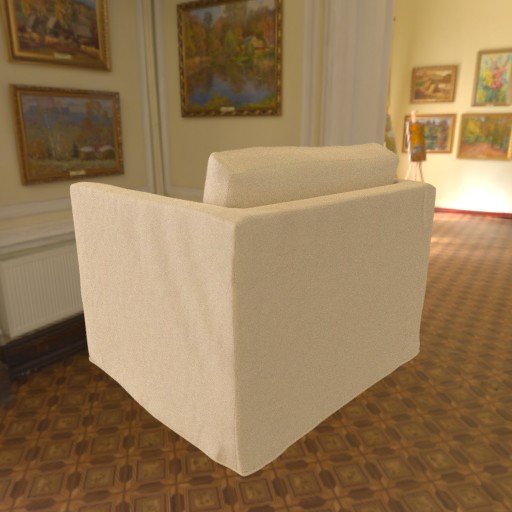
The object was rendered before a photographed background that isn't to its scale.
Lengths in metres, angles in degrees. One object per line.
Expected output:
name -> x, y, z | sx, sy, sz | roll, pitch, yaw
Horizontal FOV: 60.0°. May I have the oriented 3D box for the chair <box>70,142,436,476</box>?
chair -> 0.000, 0.000, 1.717 | 1.057, 0.851, 0.947 | -15, 22, -42
